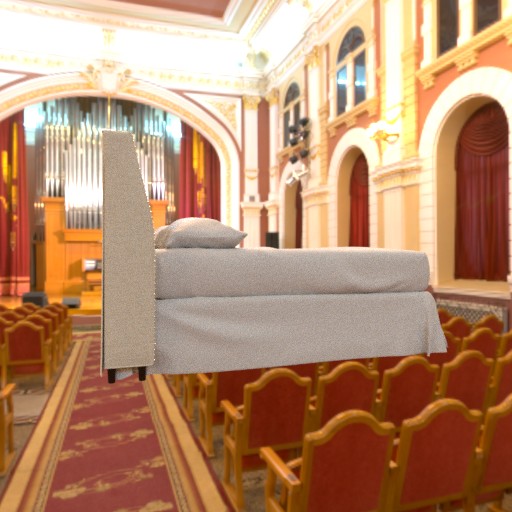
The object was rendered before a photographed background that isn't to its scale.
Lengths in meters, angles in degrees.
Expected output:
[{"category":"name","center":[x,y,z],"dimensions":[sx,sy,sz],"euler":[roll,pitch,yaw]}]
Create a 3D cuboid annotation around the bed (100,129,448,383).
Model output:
[{"category":"bed","center":[0.000,0.000,3.497],"dimensions":[2.276,1.332,1.925],"euler":[0,0,-18]}]
